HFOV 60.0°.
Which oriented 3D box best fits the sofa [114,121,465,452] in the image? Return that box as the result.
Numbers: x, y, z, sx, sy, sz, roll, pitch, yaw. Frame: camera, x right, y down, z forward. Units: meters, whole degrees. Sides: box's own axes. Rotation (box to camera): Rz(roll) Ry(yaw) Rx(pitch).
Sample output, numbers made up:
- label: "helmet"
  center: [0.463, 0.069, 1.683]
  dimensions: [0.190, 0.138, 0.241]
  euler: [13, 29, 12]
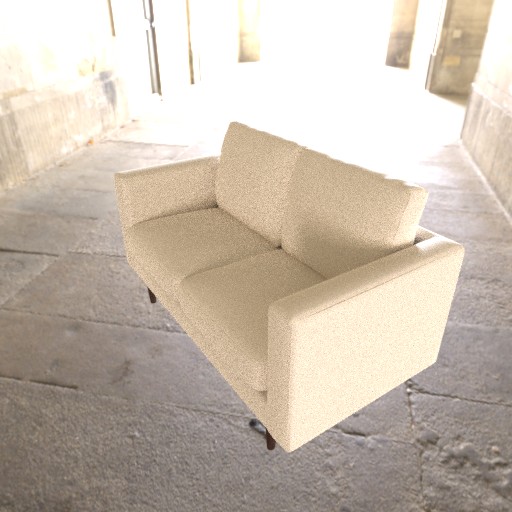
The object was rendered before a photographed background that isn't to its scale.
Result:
- label: "sofa"
  center: [0.000, 0.000, 1.949]
  dimensions: [0.796, 0.908, 1.430]
  euler: [-18, 34, -29]
